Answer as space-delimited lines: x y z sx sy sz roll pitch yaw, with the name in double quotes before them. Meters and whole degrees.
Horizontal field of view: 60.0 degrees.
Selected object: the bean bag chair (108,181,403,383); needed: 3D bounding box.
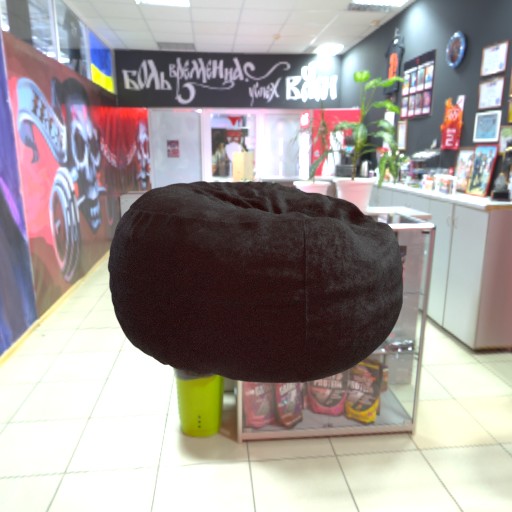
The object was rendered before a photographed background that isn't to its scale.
"bean bag chair" 0.000 0.000 2.382 1.525 0.751 1.525 0 14 0
